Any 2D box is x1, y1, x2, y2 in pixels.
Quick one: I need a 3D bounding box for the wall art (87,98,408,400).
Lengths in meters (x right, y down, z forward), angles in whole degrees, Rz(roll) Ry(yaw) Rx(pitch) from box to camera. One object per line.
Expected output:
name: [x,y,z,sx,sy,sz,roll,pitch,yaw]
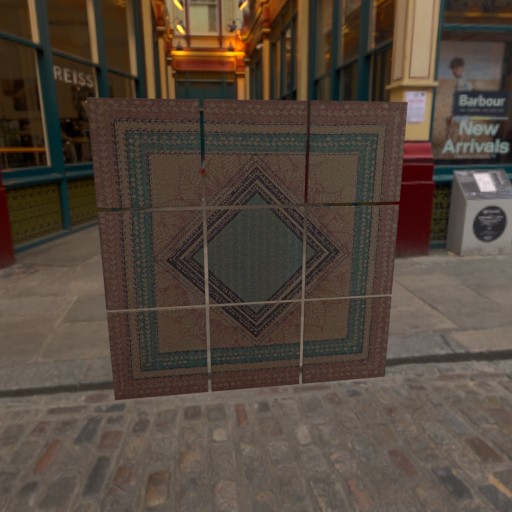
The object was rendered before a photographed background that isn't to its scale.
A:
wall art: [0.000,0.000,2.291,1.527,1.525,0.014,-2,15,-9]
